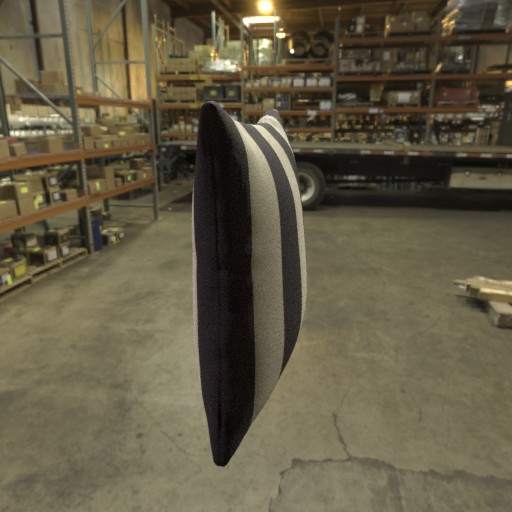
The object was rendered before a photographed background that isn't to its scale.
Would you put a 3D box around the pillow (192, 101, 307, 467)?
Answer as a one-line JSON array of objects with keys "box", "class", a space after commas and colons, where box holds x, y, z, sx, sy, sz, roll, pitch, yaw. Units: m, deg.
[{"box": [0.000, 0.000, 0.820, 0.189, 0.526, 0.536, 3, 17, 9], "class": "pillow"}]
